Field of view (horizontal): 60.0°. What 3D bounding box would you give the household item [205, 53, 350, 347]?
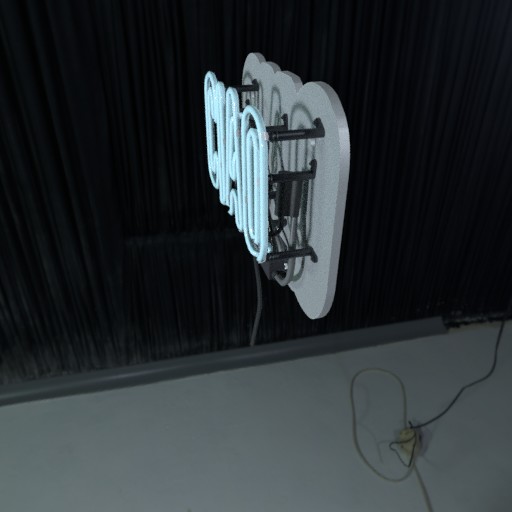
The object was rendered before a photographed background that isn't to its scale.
[{"bbox_3d":[0.000,0.000,0.370,0.042,0.294,0.211,-8,32,-13],"label":"household item"}]
